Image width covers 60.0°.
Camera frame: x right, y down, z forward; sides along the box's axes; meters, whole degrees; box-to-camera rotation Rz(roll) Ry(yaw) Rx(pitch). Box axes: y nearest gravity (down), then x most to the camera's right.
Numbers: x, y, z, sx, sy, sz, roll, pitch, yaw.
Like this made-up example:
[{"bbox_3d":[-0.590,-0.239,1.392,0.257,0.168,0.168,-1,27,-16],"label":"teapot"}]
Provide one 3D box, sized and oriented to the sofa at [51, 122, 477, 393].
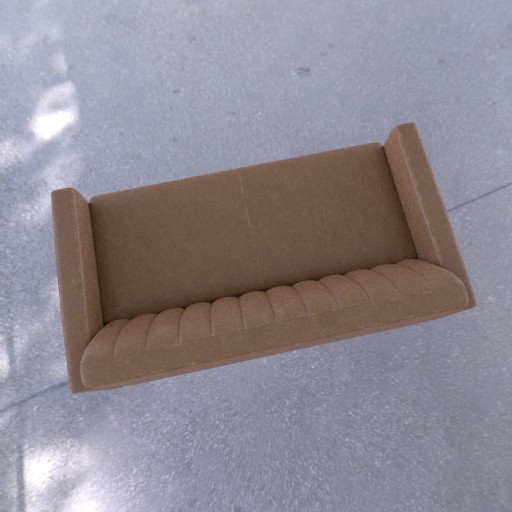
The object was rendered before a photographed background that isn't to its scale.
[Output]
[{"bbox_3d":[0.000,0.000,2.277,1.847,0.821,0.993,-11,75,-3],"label":"sofa"}]
